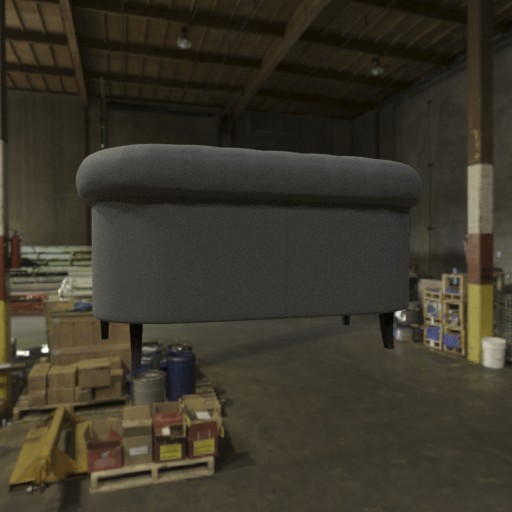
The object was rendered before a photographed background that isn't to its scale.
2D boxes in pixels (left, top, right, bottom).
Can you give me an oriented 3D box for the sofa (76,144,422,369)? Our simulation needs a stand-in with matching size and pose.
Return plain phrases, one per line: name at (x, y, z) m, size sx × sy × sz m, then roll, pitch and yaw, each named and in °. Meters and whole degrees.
sofa at (0.000, 0.000, 2.052) m, size 1.558 × 0.827 × 0.835 m, roll 0°, pitch 1°, yaw -18°
